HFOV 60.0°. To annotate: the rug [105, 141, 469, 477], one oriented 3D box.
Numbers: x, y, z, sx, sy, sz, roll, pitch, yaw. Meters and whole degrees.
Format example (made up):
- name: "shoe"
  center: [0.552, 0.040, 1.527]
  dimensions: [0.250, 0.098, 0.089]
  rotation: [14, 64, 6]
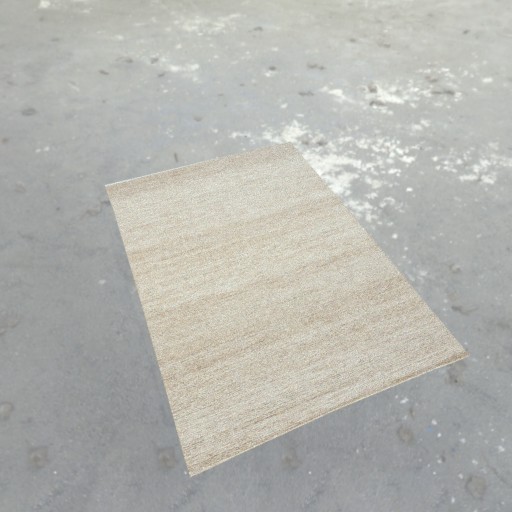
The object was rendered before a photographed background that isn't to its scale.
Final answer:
- name: "rug"
  center: [0.000, 0.000, 2.923]
  dimensions: [1.596, 0.030, 2.283]
  rotation: [-17, 49, -15]
